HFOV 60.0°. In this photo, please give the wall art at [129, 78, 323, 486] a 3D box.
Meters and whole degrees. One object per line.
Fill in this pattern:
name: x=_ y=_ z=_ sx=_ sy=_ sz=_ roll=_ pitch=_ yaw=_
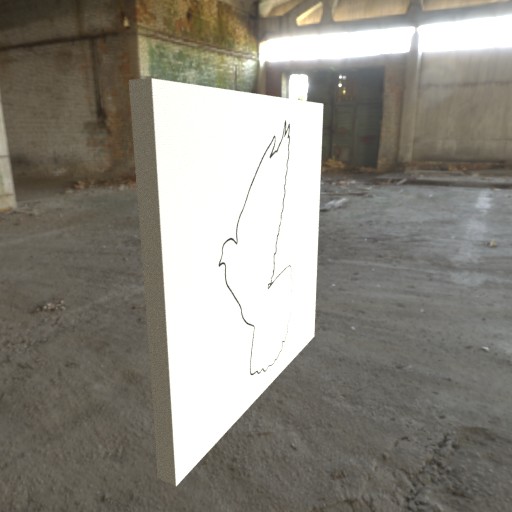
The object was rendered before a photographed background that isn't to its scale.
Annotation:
wall art: x=0.000 y=0.000 z=0.893 sx=0.038 sy=0.610 sz=0.610 roll=8 pitch=18 yaw=27
